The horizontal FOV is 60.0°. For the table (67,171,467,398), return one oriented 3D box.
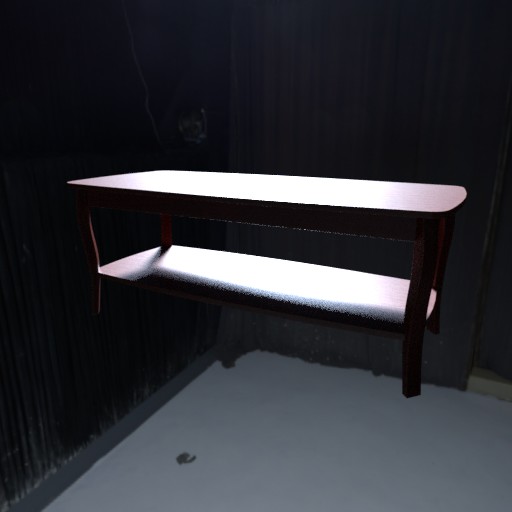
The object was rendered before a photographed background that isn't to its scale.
[{"bbox_3d":[0.000,0.000,1.473,1.216,0.473,0.561,8,18,27],"label":"table"}]
